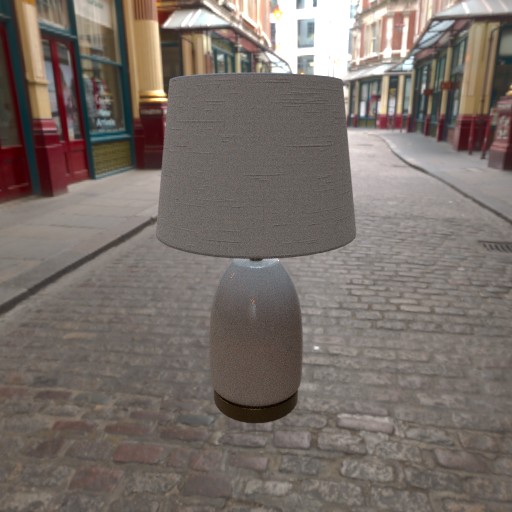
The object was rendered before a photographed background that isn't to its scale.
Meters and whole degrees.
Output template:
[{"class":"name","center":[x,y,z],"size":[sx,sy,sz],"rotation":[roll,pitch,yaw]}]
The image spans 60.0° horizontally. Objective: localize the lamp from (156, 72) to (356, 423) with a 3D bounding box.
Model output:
[{"class":"lamp","center":[0.000,0.000,0.657],"size":[0.285,0.483,0.285],"rotation":[0,17,0]}]
